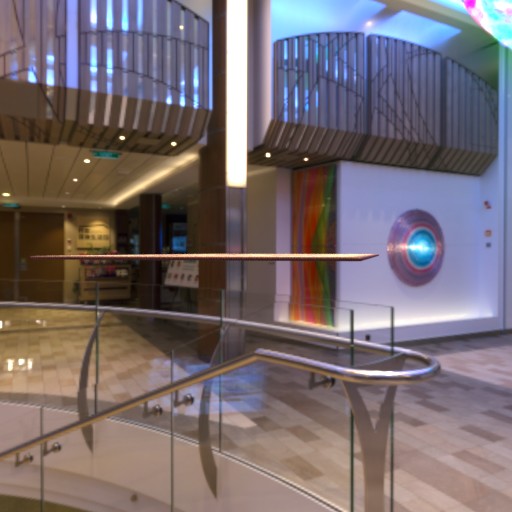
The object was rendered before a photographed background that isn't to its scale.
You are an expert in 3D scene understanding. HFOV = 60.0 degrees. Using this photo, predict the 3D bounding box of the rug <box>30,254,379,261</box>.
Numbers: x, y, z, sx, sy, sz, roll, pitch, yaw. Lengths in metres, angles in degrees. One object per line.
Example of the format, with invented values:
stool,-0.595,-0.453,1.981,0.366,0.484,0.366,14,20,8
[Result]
rug,0.000,0.000,5.899,3.033,0.033,4.578,0,1,17
